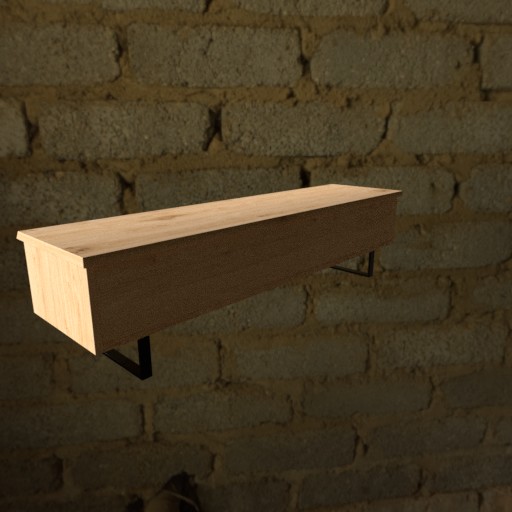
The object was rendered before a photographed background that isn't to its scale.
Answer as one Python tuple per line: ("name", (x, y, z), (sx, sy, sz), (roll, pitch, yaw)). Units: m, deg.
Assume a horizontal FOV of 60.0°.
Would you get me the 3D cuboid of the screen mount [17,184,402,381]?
("screen mount", (0.000, 0.000, 1.880), (0.450, 0.430, 1.700), (15, 21, 42))
